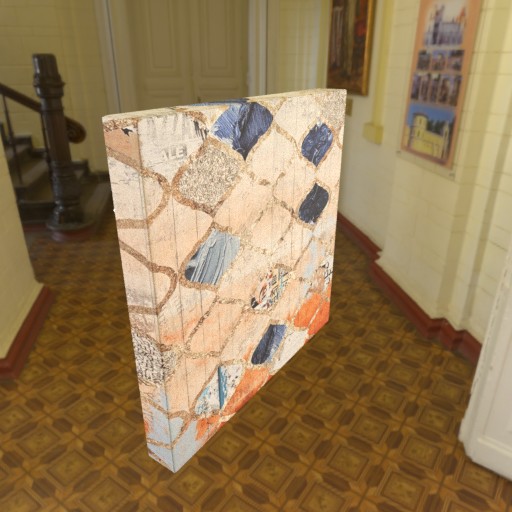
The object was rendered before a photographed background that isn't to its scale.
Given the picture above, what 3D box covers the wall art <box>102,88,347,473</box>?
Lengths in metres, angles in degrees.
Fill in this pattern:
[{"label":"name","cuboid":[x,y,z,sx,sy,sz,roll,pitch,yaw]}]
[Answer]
[{"label":"wall art","cuboid":[0.000,0.000,0.452,0.036,0.304,0.303,16,29,31]}]
